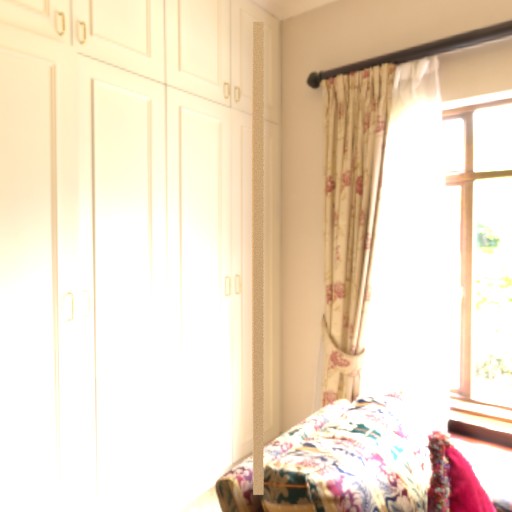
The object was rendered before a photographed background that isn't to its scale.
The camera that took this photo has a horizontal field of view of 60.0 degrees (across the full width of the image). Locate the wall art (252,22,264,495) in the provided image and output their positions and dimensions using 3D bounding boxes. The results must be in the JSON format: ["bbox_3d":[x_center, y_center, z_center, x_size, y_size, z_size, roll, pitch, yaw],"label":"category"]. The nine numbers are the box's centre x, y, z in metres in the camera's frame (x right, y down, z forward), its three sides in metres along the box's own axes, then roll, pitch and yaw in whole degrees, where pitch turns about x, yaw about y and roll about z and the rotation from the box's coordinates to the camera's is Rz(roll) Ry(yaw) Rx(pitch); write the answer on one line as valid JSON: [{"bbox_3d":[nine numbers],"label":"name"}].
[{"bbox_3d":[0.000,0.000,0.762,0.012,0.557,0.482,0,2,-1],"label":"wall art"}]
